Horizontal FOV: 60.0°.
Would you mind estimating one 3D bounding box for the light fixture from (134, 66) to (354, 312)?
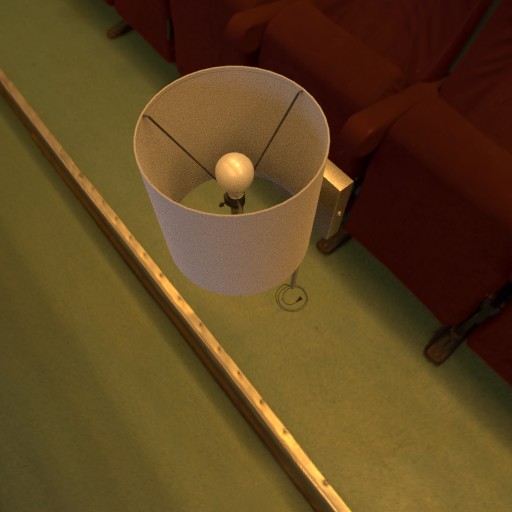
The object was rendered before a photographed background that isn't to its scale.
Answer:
[{"bbox_3d":[0.000,0.000,0.696,0.248,0.589,0.188,-36,68,-17],"label":"light fixture"}]
